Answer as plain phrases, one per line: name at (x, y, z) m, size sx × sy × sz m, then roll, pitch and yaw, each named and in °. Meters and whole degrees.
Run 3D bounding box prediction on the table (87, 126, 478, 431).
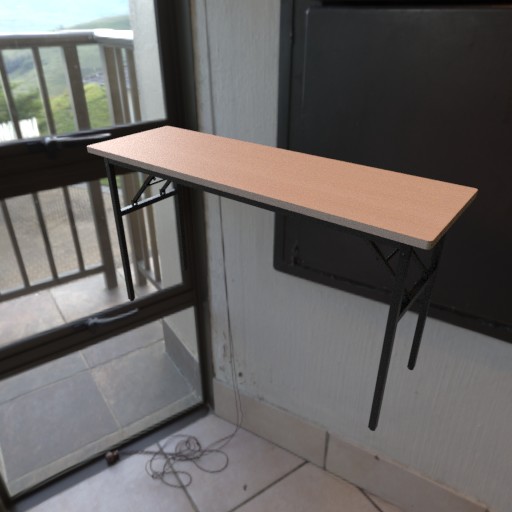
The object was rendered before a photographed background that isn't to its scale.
table at (0.000, 0.000, 1.770) m, size 1.397 × 0.750 × 0.447 m, roll 20°, pitch 35°, yaw 32°
